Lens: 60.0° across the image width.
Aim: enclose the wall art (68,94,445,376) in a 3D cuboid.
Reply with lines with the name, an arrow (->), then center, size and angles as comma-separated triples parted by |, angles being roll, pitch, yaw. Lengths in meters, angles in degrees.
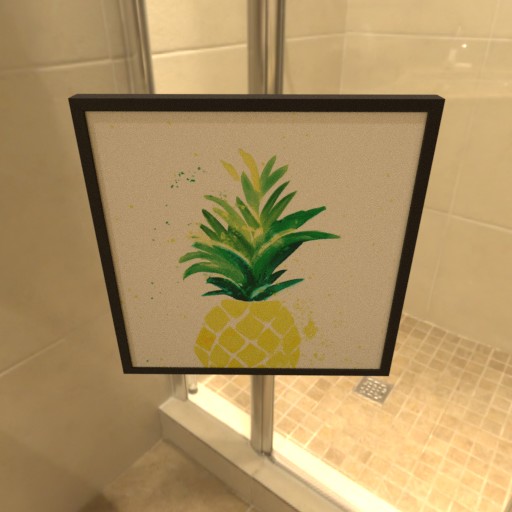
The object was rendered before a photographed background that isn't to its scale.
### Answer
wall art -> 0.000, 0.000, 0.737 | 0.508, 0.507, 0.033 | 0, 30, 1
